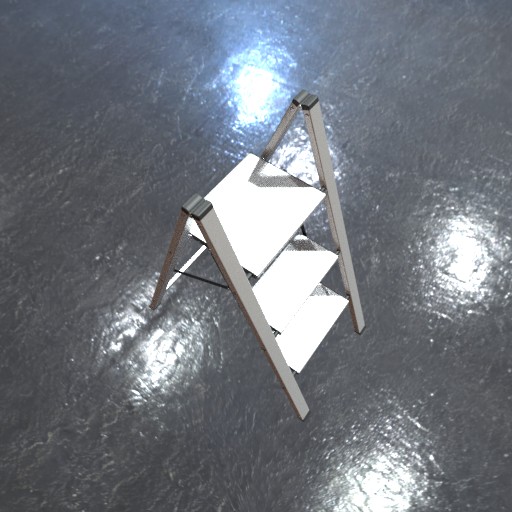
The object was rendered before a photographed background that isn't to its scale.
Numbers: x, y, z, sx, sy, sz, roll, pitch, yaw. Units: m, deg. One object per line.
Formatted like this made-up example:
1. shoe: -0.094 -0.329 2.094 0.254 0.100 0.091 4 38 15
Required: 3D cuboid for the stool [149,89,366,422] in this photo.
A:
1. stool: 0.000 0.000 1.334 0.730 0.902 0.441 32 64 18
